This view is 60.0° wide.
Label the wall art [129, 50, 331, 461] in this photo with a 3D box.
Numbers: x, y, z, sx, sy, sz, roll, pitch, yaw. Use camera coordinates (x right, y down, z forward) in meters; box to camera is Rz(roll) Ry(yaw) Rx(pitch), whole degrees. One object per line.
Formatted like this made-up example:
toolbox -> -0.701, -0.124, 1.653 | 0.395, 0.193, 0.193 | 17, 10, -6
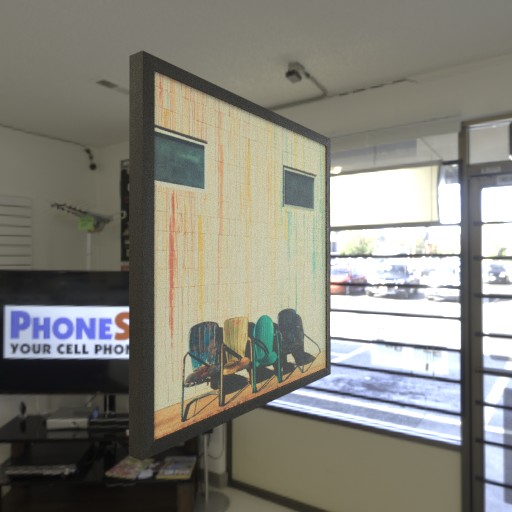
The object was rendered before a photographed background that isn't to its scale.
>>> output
wall art -> 0.000, 0.000, 1.140 | 0.039, 0.763, 0.763 | 0, 0, 36
